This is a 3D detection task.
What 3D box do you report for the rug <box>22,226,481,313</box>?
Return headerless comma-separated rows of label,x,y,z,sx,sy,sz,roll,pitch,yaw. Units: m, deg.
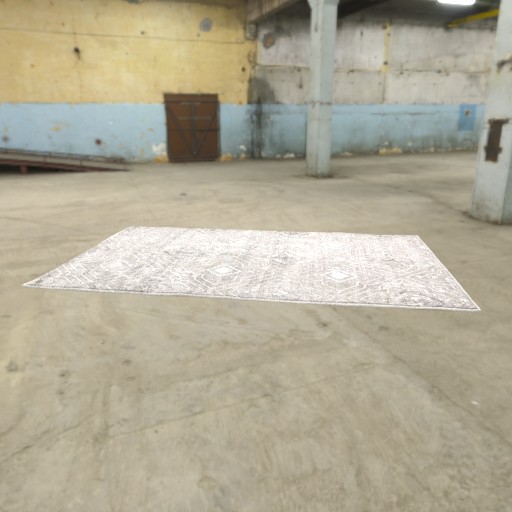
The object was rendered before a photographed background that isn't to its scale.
rug,0.000,0.000,3.059,2.447,0.036,1.537,2,17,8
